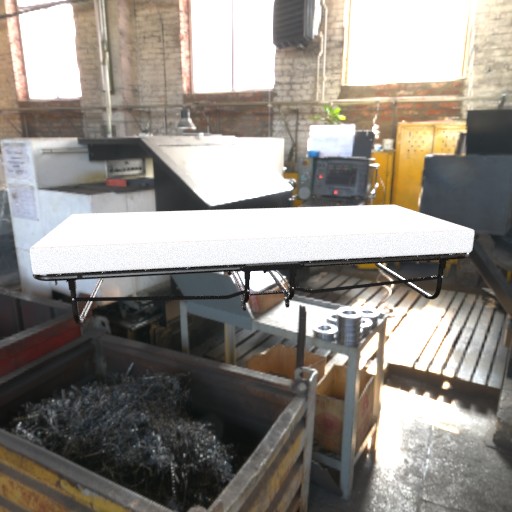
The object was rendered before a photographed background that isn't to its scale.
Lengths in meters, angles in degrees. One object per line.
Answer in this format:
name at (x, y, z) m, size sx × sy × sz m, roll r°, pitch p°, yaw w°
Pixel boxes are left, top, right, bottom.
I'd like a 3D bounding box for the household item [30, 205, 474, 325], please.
household item at (0.000, 0.000, 2.206) m, size 1.905 × 0.356 × 0.787 m, roll -3°, pitch 16°, yaw -10°
